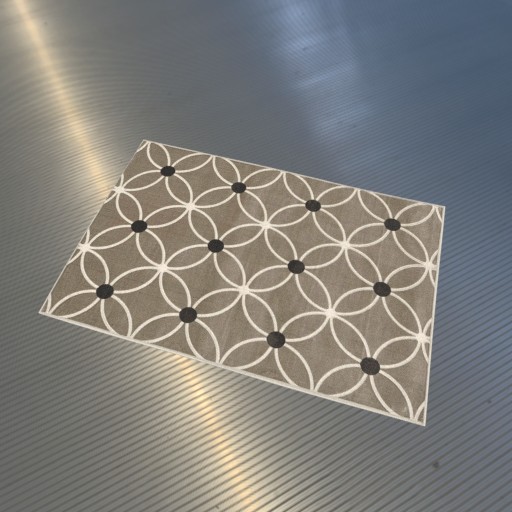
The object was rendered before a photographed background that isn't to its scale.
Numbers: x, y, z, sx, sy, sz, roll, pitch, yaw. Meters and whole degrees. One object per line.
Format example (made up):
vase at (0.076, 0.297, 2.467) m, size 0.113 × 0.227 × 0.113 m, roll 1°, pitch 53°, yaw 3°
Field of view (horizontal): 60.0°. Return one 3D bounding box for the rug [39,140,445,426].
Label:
rug at (0.000, 0.000, 2.859) m, size 2.284 × 0.008 × 1.522 m, roll 14°, pitch 59°, yaw 9°
